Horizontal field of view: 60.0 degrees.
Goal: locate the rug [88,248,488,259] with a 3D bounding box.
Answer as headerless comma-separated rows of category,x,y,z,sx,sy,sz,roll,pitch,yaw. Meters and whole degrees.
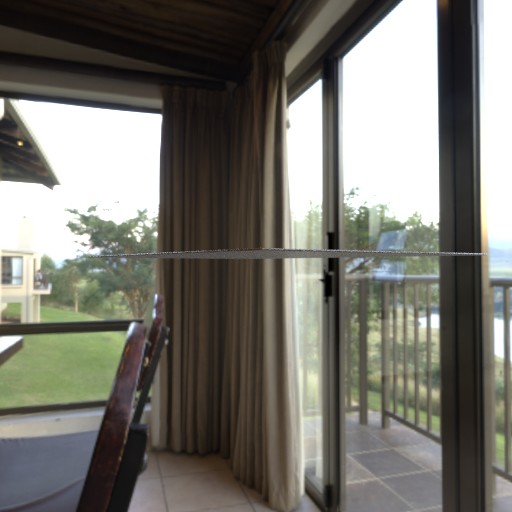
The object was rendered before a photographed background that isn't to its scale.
rug,0.000,0.000,3.750,2.005,0.013,2.890,1,-1,-35
